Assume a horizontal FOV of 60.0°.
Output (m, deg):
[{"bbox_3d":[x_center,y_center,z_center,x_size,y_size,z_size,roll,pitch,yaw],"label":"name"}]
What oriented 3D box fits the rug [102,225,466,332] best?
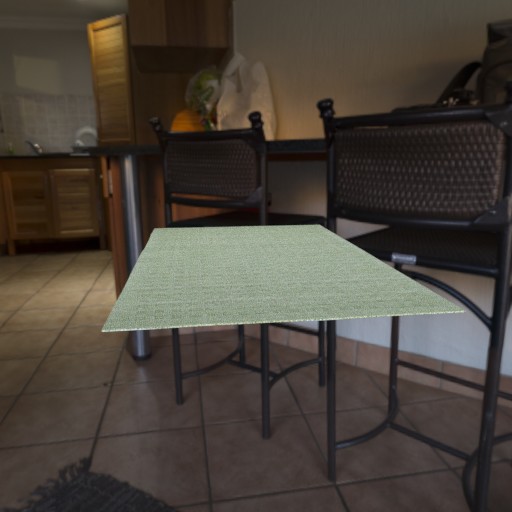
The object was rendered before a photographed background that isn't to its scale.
[{"bbox_3d":[0.000,0.000,2.203,1.143,0.006,1.747,-2,13,-8],"label":"rug"}]
